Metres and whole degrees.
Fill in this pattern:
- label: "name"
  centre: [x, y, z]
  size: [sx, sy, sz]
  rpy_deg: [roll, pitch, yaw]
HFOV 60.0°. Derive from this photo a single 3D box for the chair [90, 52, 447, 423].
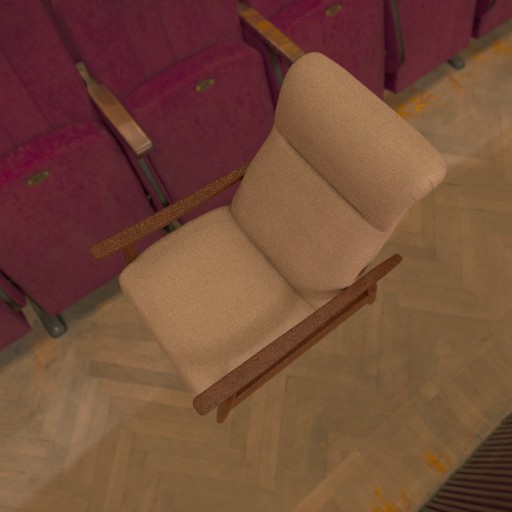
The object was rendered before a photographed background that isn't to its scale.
- label: "chair"
  centre: [0.000, 0.000, 1.766]
  size: [1.030, 1.082, 0.762]
  rpy_deg: [-35, 69, -15]
